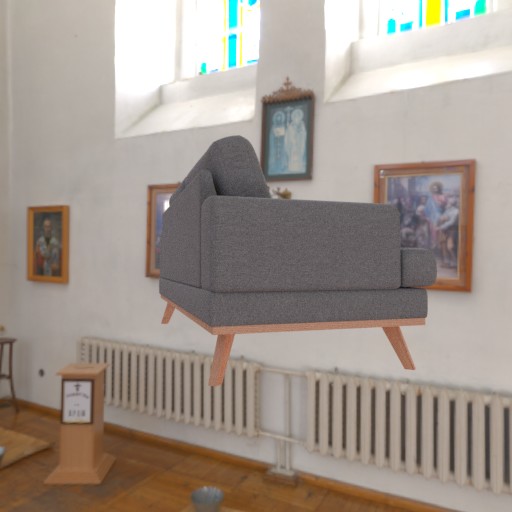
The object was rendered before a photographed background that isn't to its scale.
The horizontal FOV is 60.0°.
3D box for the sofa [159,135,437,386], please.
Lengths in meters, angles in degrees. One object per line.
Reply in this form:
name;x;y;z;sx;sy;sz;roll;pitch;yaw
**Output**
sofa;0.000;0.000;2.153;0.785;0.810;1.650;0;-1;-17
